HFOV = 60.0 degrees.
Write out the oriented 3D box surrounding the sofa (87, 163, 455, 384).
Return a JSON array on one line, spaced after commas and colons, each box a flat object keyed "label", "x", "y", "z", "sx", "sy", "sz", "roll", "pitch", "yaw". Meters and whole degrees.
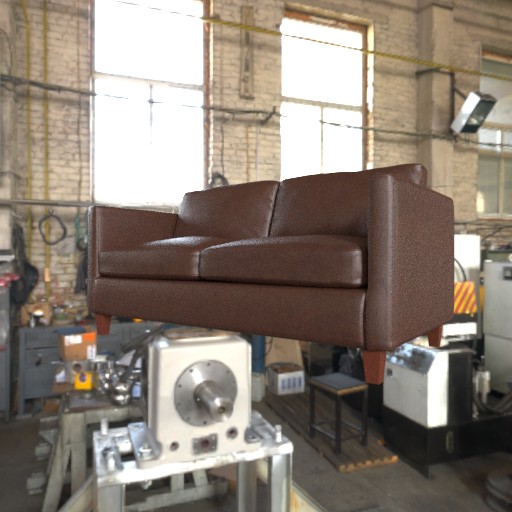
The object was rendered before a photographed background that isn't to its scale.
[{"label": "sofa", "x": 0.000, "y": 0.000, "z": 2.464, "sx": 1.883, "sy": 0.933, "sz": 0.951, "roll": 0, "pitch": 0, "yaw": 36}]
